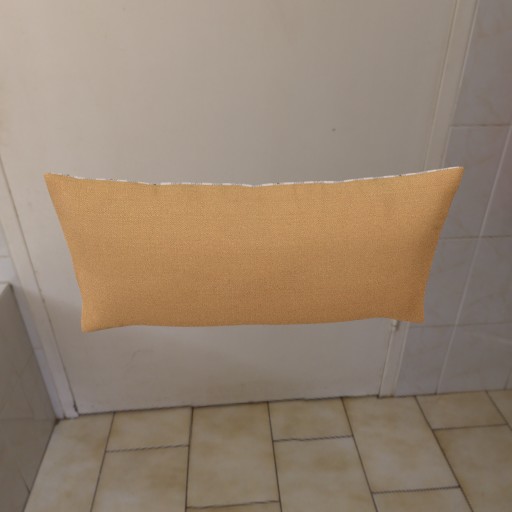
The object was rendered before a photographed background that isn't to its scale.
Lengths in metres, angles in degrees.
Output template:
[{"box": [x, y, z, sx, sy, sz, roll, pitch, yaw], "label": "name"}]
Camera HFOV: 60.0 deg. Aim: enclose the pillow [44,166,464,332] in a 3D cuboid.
[{"box": [0.000, 0.000, 0.714, 0.608, 0.291, 0.151, -1, 30, -2], "label": "pillow"}]
